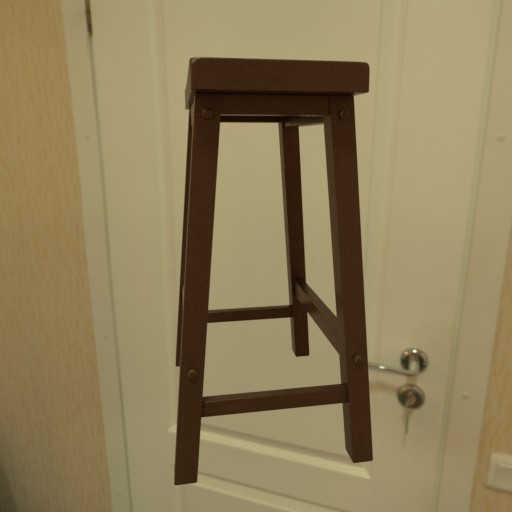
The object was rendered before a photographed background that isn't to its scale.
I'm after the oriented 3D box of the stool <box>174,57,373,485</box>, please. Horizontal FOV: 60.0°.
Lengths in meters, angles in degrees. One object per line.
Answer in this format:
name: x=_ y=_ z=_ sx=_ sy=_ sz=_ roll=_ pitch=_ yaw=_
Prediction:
stool: x=0.000 y=0.000 z=0.819 sx=0.322 sy=0.610 sz=0.406 roll=-2 pitch=15 yaw=-9
